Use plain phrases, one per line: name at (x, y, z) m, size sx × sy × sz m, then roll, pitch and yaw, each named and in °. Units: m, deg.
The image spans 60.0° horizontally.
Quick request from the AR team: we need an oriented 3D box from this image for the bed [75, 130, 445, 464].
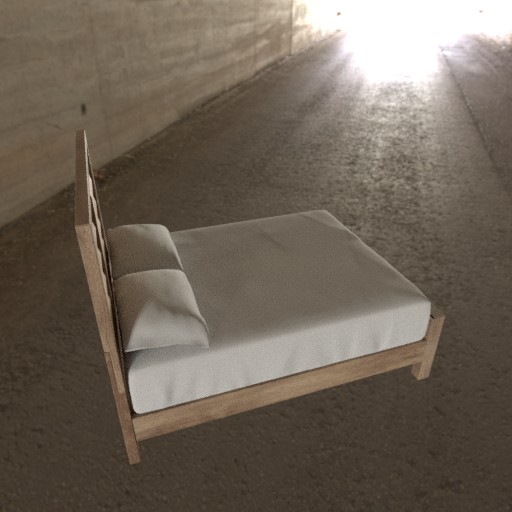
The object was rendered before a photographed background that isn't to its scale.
bed at (0.000, 0.000, 3.260) m, size 2.197 × 1.626 × 1.626 m, roll -10°, pitch 32°, yaw -16°
